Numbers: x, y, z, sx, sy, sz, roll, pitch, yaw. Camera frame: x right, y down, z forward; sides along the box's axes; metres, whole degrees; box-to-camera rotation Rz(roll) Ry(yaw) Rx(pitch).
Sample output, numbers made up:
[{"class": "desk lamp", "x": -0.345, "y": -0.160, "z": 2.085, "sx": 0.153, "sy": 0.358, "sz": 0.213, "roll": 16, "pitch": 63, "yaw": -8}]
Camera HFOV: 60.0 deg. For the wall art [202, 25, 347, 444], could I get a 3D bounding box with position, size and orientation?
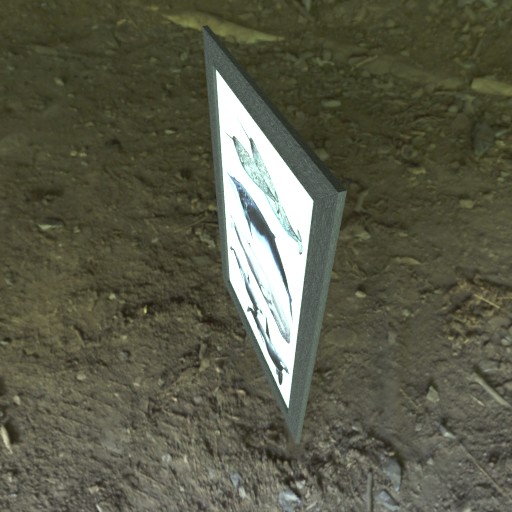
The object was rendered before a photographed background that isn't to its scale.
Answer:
[{"class": "wall art", "x": 0.000, "y": 0.000, "z": 1.412, "sx": 0.016, "sy": 1.116, "sz": 0.810, "roll": -16, "pitch": 49, "yaw": -14}]
